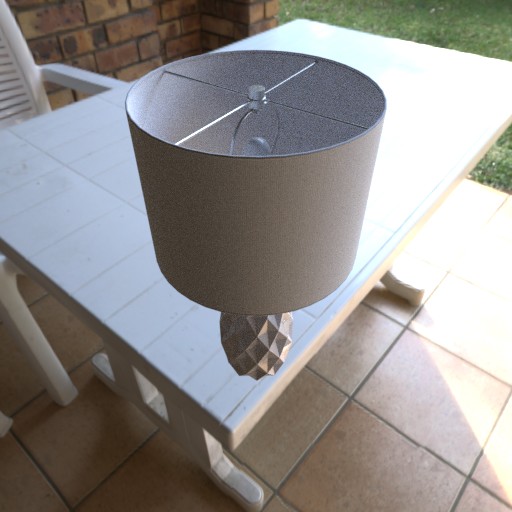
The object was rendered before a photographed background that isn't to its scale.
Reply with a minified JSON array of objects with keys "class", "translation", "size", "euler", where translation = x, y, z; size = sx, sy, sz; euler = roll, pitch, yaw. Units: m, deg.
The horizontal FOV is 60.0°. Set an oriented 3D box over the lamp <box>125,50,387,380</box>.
[{"class":"lamp","translation":[0.000,0.000,0.686],"size":[0.297,0.522,0.297],"euler":[0,42,0]}]
